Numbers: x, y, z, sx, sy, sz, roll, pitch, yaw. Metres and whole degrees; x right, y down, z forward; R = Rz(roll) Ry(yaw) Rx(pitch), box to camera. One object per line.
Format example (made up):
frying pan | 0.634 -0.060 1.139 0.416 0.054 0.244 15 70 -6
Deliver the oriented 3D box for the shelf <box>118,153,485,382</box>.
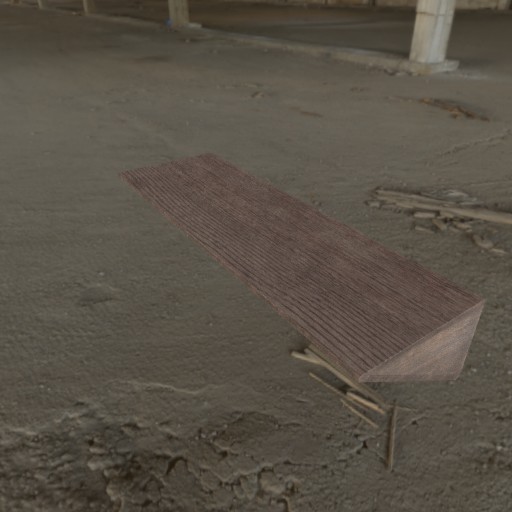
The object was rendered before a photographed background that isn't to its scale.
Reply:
shelf | 0.000 0.000 0.692 0.200 0.125 0.610 -20 37 -29
